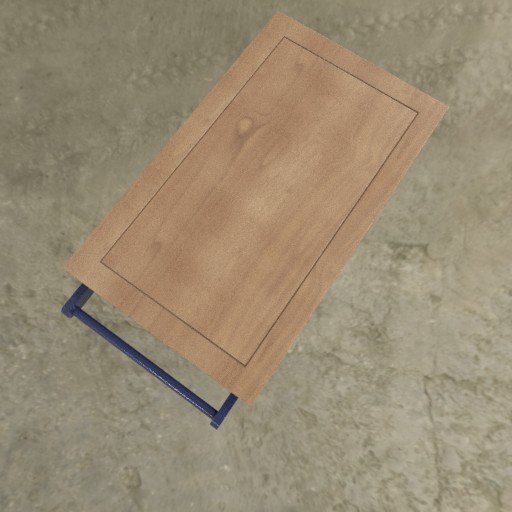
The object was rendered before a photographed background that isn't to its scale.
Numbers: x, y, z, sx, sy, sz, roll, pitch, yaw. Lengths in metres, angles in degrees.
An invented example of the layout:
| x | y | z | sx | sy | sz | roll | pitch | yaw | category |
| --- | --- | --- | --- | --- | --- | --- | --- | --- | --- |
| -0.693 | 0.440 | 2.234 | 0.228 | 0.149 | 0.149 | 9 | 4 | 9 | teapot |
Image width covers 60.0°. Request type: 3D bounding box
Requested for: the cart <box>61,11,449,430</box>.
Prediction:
| x | y | z | sx | sy | sz | roll | pitch | yaw | category |
| --- | --- | --- | --- | --- | --- | --- | --- | --- | --- |
| 0.000 | 0.000 | 1.351 | 0.459 | 0.901 | 0.840 | 34 | 77 | 9 | cart |
